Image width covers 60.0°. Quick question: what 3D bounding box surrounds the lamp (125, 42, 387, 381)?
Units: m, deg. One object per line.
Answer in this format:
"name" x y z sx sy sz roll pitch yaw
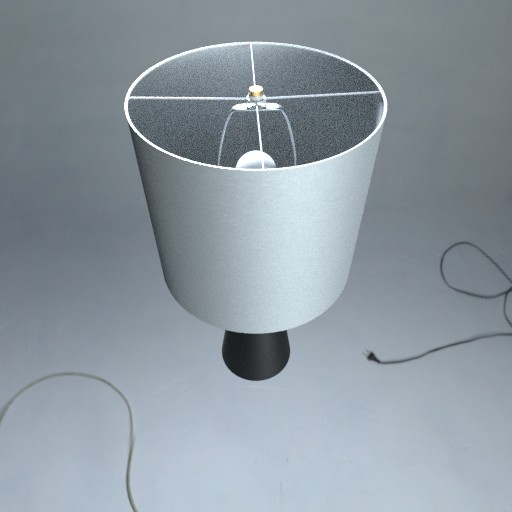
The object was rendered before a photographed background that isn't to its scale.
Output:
"lamp" 0.000 0.000 0.738 0.308 0.580 0.308 -2 47 -2
